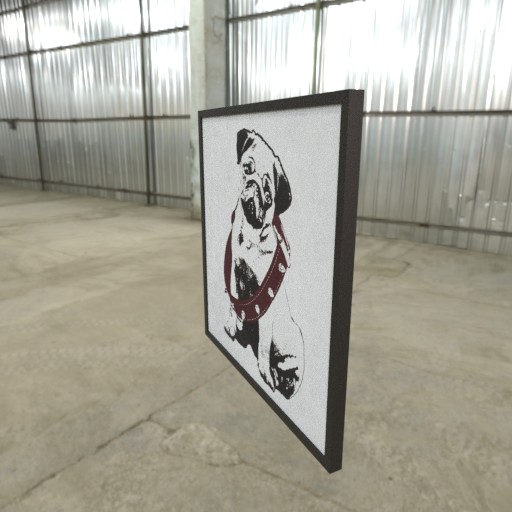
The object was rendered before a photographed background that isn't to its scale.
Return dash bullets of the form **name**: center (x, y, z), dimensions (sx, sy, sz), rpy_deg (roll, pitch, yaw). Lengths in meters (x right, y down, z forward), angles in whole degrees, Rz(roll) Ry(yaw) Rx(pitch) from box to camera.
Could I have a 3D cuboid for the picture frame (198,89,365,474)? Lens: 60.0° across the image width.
- **picture frame**: center (0.000, 0.000, 1.188), dimensions (0.032, 0.775, 0.775), rpy_deg (-7, 17, -25)
